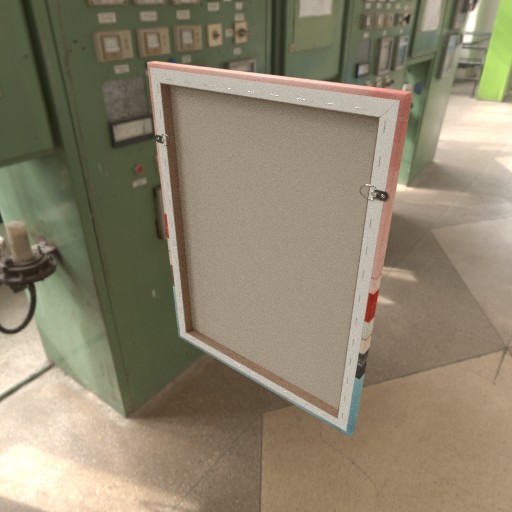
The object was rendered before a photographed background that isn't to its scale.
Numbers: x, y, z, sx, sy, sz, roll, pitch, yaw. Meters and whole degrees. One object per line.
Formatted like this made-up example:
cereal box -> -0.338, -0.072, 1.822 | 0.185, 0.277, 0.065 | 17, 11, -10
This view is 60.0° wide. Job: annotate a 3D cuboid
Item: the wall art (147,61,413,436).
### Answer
wall art -> 0.000, 0.000, 1.327 | 0.761, 1.016, 0.039 | 22, 37, 32
